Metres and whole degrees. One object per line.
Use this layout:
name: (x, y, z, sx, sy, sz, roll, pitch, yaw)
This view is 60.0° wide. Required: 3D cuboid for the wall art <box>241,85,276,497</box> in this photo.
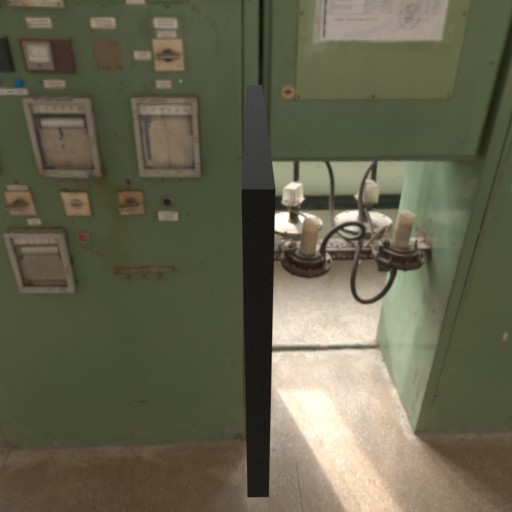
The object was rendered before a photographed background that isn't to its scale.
wall art: (0.000, 0.000, 0.747, 0.031, 0.457, 0.558, 0, 30, 0)
